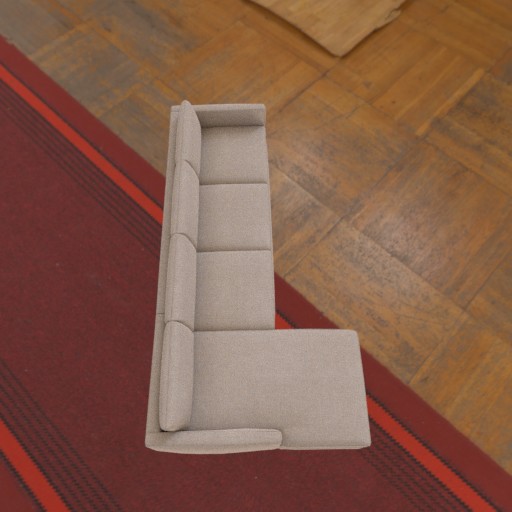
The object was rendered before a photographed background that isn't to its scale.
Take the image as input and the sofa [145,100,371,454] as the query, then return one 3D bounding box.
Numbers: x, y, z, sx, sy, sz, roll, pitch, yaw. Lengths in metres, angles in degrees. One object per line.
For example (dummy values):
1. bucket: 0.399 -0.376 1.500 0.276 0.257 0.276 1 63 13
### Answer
1. sofa: 0.000 0.000 3.604 1.469 0.816 2.923 -1 63 -1
